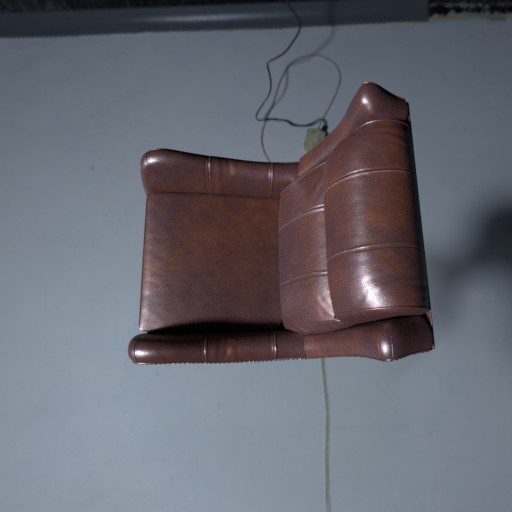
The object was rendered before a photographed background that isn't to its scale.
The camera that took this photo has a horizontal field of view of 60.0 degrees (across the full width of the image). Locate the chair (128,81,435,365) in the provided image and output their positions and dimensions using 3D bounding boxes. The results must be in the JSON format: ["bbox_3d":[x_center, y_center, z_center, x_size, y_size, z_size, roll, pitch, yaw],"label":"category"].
[{"bbox_3d":[0.000,0.000,1.806,1.008,1.084,0.869,0,75,0],"label":"chair"}]
